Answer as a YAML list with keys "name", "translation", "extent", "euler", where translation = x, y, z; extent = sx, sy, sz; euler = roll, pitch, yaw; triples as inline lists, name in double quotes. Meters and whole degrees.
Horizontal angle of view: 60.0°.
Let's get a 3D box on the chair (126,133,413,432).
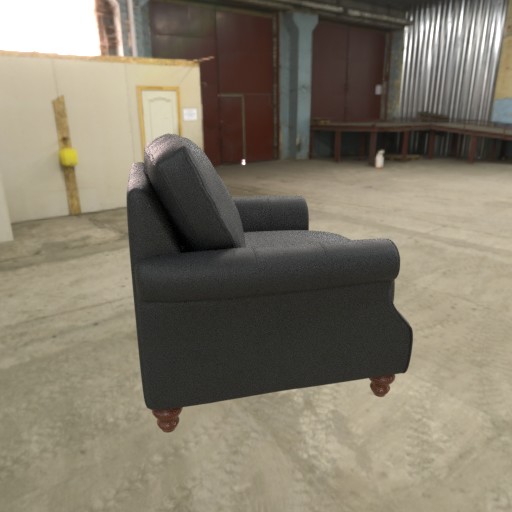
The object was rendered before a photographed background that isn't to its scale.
- name: "chair"
  translation: [0.000, 0.000, 1.802]
  extent: [1.027, 0.960, 1.015]
  euler: [-3, 18, -9]
